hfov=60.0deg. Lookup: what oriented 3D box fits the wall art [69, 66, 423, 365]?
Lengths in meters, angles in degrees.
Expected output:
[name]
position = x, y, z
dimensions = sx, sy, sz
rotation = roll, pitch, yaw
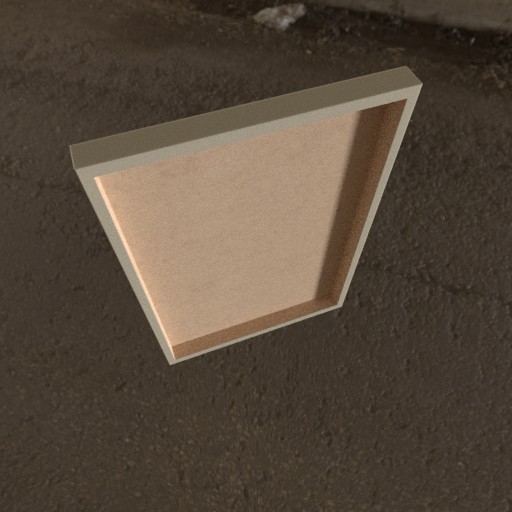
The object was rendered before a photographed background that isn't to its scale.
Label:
[wall art]
position = 0.000, 0.000, 0.766
dimensions = 0.418, 0.608, 0.038
rotation = -17, 59, -11
